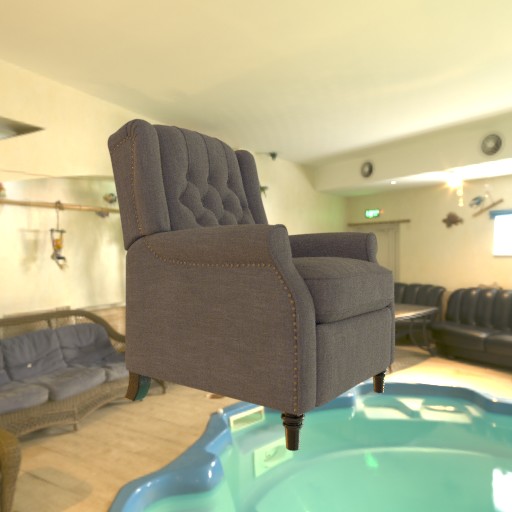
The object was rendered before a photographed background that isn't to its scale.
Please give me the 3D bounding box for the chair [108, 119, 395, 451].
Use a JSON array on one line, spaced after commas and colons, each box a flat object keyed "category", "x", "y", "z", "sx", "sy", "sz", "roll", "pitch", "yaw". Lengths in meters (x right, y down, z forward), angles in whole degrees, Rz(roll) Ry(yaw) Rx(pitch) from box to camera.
[{"category": "chair", "x": 0.000, "y": 0.000, "z": 1.646, "sx": 0.898, "sy": 1.035, "sz": 0.742, "roll": 0, "pitch": 1, "yaw": 37}]
